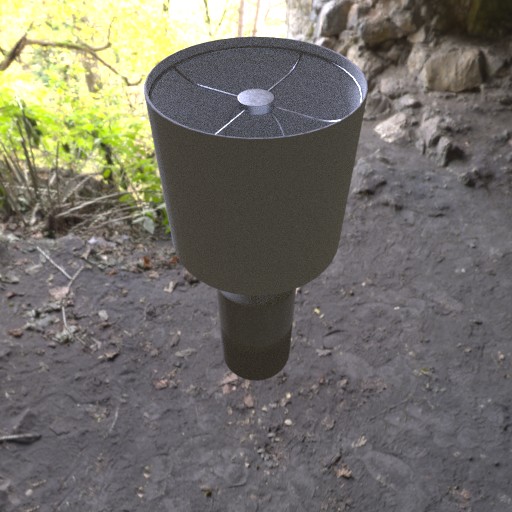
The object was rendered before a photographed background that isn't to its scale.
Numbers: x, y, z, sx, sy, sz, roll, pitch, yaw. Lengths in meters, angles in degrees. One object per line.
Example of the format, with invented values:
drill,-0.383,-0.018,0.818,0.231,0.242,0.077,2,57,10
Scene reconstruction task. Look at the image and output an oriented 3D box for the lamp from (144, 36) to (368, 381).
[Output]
lamp,0.000,0.000,0.603,0.212,0.493,0.212,23,51,20
